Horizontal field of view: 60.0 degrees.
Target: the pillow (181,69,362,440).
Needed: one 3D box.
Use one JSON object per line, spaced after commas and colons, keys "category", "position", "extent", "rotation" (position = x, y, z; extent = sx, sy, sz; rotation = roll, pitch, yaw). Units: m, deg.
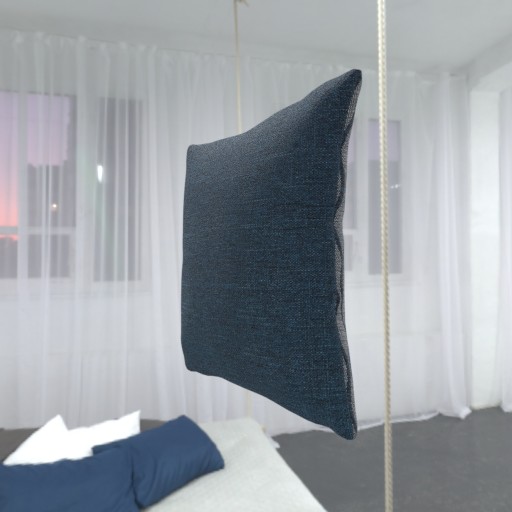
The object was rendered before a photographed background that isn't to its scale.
{"category": "pillow", "position": [0.000, 0.000, 0.687], "extent": [0.159, 0.435, 0.435], "rotation": [1, -2, -36]}
